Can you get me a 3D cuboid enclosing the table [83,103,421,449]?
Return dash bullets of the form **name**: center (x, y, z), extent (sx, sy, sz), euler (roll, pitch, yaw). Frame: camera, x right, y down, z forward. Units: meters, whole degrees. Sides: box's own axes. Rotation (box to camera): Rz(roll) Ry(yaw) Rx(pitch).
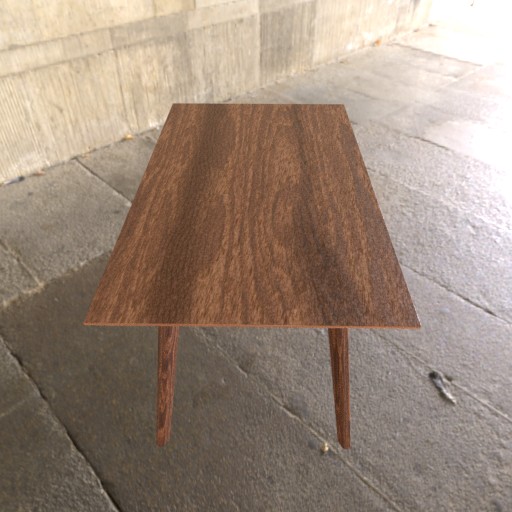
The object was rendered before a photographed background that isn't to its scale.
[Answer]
- **table**: center (0.000, 0.000, 1.797), extent (0.801, 0.724, 1.349), euler (1, 40, 1)
